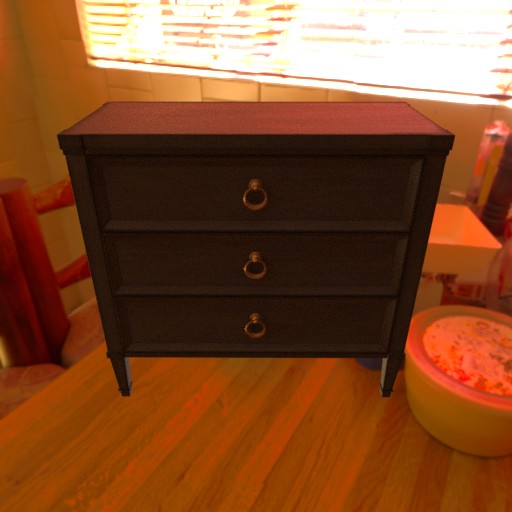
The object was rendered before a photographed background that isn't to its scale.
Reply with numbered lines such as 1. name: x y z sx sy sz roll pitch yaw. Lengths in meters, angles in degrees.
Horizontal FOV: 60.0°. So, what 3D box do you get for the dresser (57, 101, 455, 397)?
1. dresser: 0.000 0.000 1.602 1.049 0.986 0.463 0 30 0
